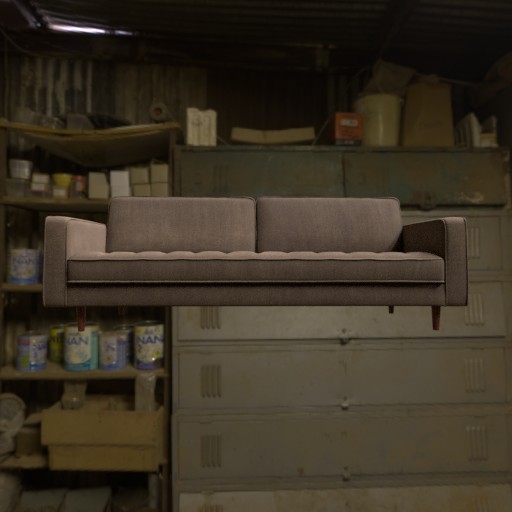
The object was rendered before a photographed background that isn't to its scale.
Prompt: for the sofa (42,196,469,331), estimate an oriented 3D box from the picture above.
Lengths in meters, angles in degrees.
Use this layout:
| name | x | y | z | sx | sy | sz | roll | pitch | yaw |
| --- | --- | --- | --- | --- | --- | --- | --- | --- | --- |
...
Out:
| name | x | y | z | sx | sy | sz | roll | pitch | yaw |
| --- | --- | --- | --- | --- | --- | --- | --- | --- | --- |
| sofa | 0.000 | 0.000 | 2.766 | 2.295 | 0.813 | 0.923 | 0 | -1 | -1 |
